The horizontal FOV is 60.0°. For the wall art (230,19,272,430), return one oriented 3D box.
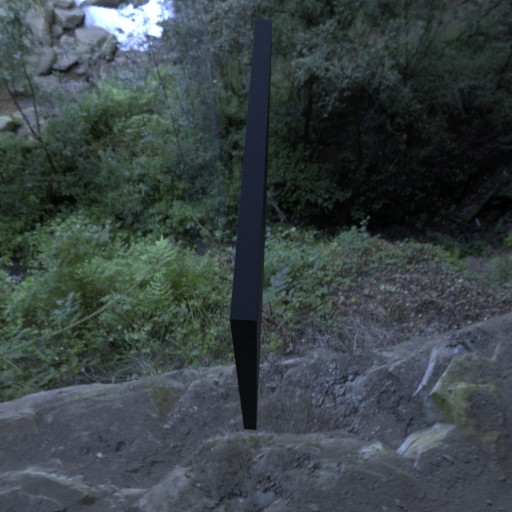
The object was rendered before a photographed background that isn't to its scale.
[{"bbox_3d":[0.000,0.000,0.693,0.023,0.505,0.428,2,59,1],"label":"wall art"}]
